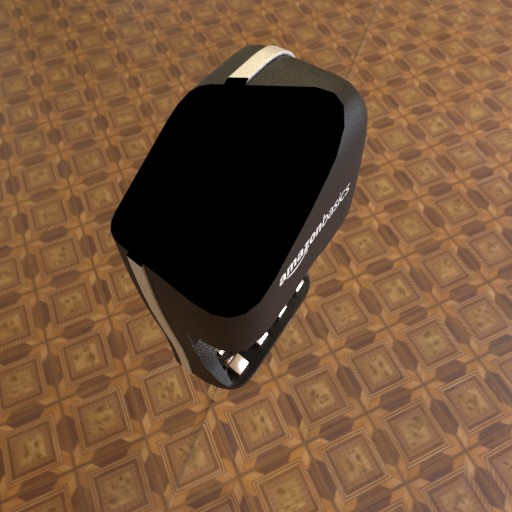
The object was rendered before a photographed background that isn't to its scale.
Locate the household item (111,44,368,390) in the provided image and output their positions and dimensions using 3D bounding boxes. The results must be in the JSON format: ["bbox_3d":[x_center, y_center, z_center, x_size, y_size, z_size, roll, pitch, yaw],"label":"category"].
[{"bbox_3d":[0.000,0.000,0.142,0.038,0.114,0.070,30,63,17],"label":"household item"}]
